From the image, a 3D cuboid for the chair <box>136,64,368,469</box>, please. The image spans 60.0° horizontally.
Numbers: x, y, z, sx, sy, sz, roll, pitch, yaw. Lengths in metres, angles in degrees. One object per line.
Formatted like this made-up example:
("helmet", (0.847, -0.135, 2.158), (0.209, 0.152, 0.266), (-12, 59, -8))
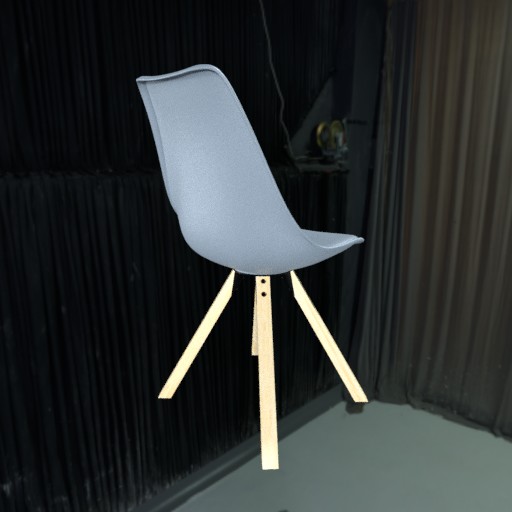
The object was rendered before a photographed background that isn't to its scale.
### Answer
("chair", (0.000, 0.000, 1.163), (0.485, 0.850, 0.549), (13, 19, 43))
